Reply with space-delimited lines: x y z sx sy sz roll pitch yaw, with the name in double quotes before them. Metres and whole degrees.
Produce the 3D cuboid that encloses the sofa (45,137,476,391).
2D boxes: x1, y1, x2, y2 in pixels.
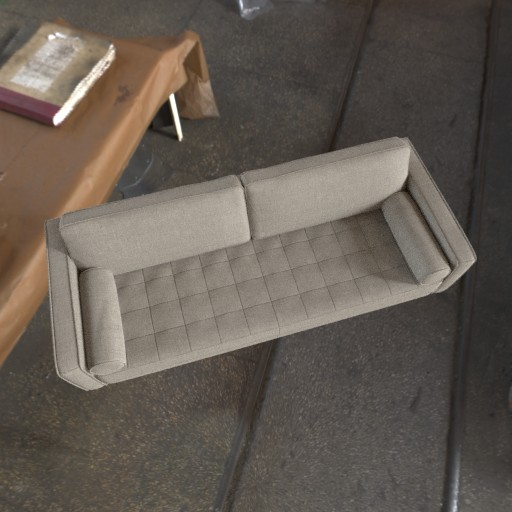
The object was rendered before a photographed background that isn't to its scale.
"sofa" 0.000 0.000 2.553 2.211 0.762 0.914 -14 64 -7
